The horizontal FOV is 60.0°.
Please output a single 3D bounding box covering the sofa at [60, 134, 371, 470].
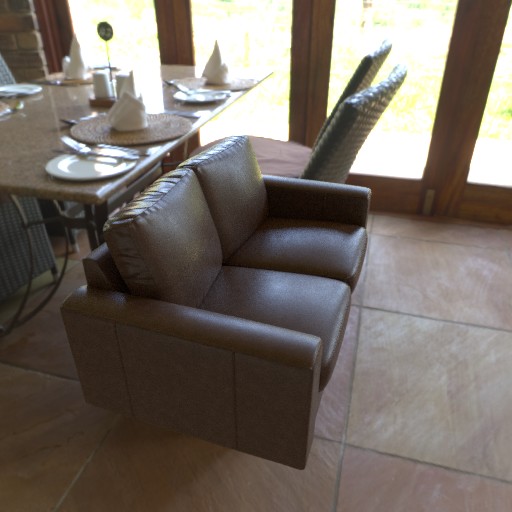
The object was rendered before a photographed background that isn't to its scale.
[{"bbox_3d":[0.000,0.000,2.234,1.016,0.873,1.616,10,32,16],"label":"sofa"}]
